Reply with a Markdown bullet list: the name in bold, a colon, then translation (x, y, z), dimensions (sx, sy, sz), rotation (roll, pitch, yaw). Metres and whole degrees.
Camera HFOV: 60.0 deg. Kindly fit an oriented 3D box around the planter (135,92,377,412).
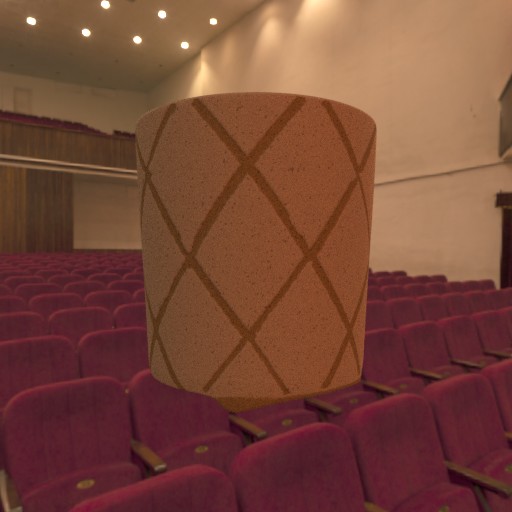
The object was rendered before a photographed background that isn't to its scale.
- **planter**: translation (0.000, 0.000, 0.363), dimensions (0.191, 0.199, 0.191), rotation (0, 0, 0)
